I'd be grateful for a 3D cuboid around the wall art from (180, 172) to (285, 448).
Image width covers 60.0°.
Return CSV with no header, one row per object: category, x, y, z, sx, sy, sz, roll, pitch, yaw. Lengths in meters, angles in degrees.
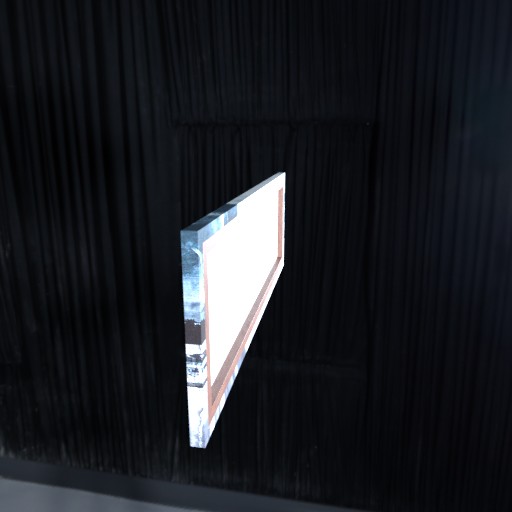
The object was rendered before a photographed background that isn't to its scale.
wall art,0.000,0.000,1.678,0.037,0.509,1.524,3,15,10
